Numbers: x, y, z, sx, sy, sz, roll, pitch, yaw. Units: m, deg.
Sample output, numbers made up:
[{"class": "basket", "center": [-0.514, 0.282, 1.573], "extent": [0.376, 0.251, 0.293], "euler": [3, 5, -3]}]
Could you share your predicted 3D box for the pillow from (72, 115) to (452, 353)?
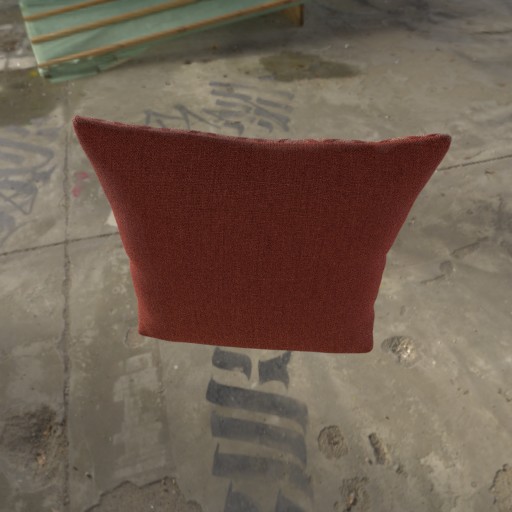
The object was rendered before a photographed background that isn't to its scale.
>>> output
[{"class": "pillow", "center": [0.000, 0.000, 0.651], "extent": [0.429, 0.434, 0.159], "euler": [3, 46, 3]}]
